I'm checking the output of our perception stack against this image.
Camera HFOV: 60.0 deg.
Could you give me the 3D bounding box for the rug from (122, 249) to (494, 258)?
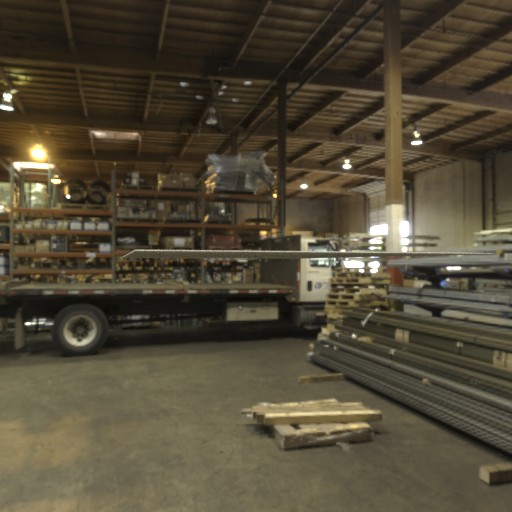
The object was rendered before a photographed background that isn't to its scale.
[{"bbox_3d":[0.000,0.000,2.028,1.146,0.006,1.556,0,-1,-18],"label":"rug"}]
